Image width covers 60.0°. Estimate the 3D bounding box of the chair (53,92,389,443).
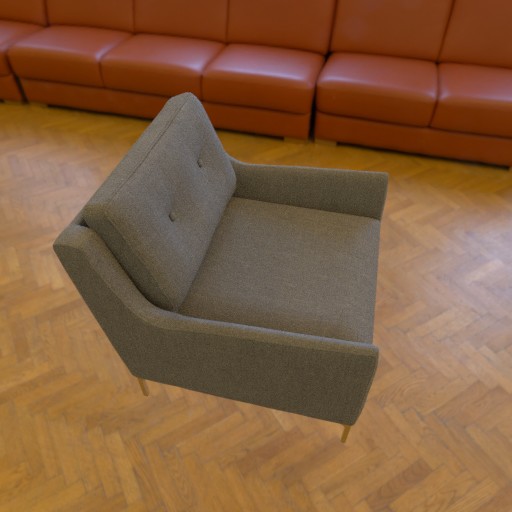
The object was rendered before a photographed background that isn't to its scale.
[{"bbox_3d":[0.000,0.000,1.538,0.849,0.828,0.847,10,46,9],"label":"chair"}]
